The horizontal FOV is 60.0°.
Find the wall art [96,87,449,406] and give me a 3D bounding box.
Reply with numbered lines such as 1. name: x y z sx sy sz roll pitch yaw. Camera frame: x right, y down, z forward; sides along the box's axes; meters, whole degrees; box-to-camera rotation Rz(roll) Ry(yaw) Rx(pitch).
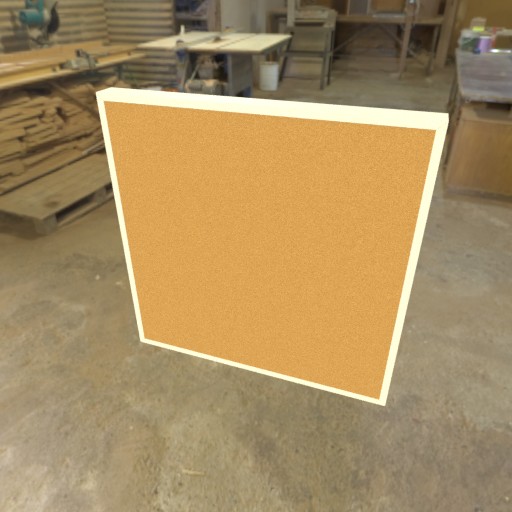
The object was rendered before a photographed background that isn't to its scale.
1. wall art: 0.000 0.000 0.757 0.509 0.509 0.040 10 33 17
